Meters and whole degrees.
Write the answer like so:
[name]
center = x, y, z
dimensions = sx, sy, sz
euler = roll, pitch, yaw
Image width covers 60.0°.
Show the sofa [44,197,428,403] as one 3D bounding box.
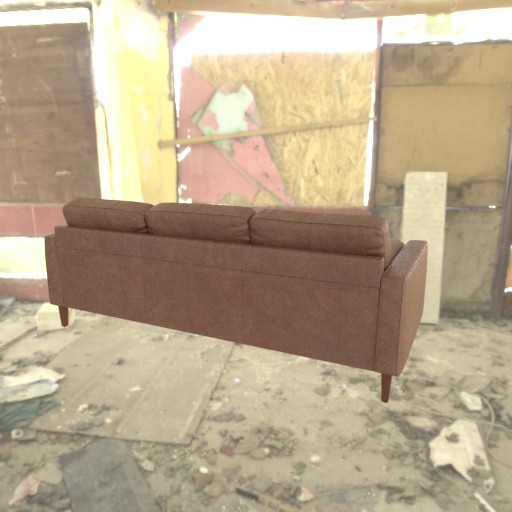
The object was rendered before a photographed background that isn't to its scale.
[sofa]
center = 0.000, 0.000, 3.014
dimensions = 2.185, 0.841, 1.613
euler = 6, 15, 25
